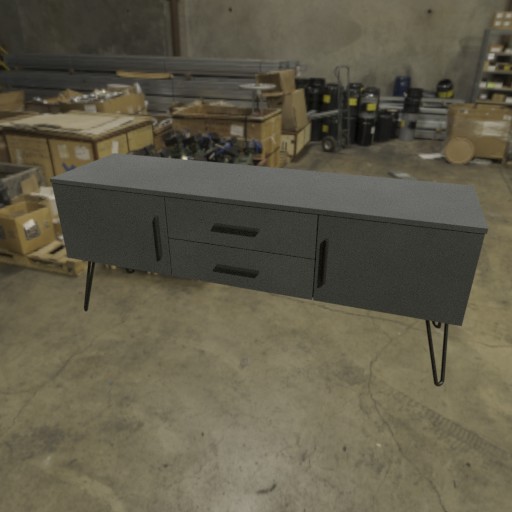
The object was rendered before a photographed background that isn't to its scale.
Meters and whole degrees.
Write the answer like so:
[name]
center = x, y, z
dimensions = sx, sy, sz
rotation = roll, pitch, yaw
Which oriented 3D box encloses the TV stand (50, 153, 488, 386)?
[TV stand]
center = 0.000, 0.000, 1.635
dimensions = 1.400, 0.560, 0.400
rotation = 9, 28, 17
